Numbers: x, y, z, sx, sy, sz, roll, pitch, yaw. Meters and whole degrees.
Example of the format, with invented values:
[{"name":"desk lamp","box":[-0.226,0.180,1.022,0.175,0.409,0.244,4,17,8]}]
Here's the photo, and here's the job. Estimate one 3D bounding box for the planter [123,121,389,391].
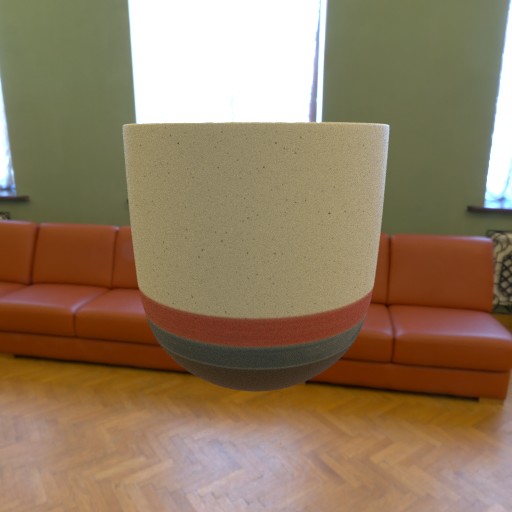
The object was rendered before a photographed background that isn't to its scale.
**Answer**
[{"name":"planter","box":[0.000,0.000,0.379,0.204,0.214,0.204,0,15,0]}]
